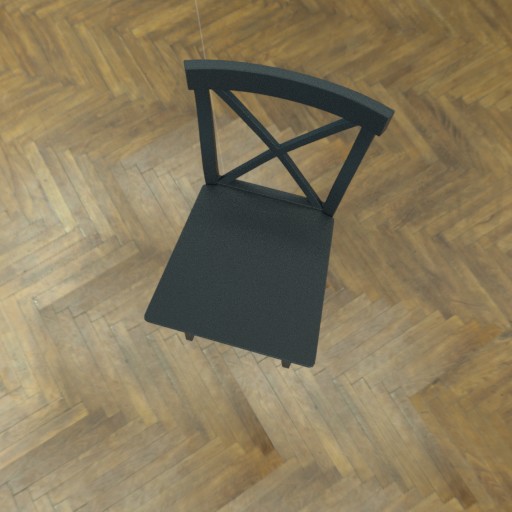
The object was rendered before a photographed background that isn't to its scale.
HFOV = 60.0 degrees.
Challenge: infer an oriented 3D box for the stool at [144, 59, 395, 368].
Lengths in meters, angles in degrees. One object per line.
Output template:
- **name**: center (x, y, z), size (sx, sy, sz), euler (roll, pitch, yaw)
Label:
- **stool**: center (0.000, 0.000, 1.319), size (0.452, 0.989, 0.559), euler (15, 76, 4)
